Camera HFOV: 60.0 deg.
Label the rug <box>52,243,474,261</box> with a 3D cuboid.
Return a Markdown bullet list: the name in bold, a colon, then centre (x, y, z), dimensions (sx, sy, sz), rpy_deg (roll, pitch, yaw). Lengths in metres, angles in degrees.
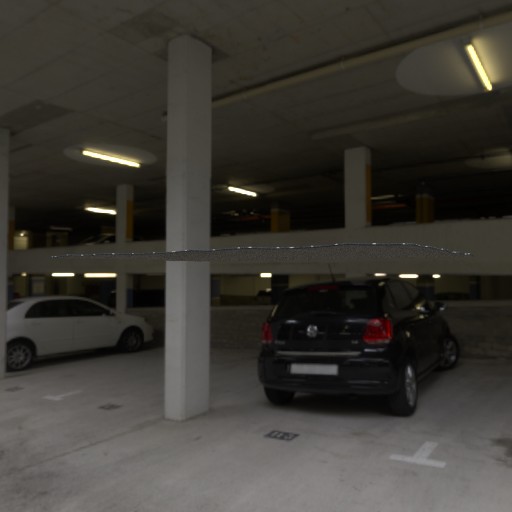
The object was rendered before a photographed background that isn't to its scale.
- **rug**: centre (0.000, 0.000, 3.015), dimensions (2.448, 0.017, 1.529), rpy_deg (-2, -3, 36)
